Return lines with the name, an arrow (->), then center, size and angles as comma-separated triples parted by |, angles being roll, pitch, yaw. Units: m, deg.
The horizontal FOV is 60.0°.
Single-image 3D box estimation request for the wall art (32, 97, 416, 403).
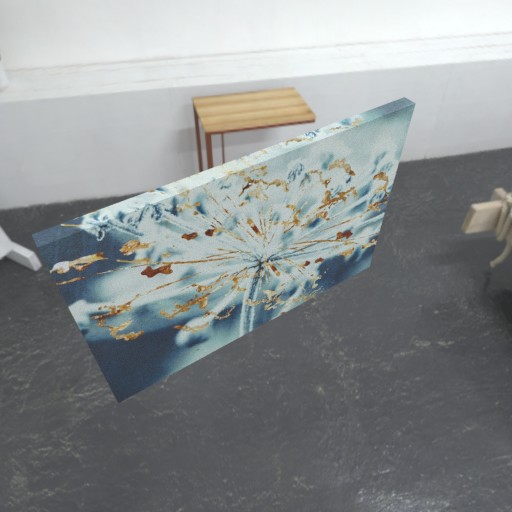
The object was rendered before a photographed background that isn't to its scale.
wall art -> 0.000, 0.000, 1.158 | 0.912, 0.608, 0.038 | -25, 52, -22
